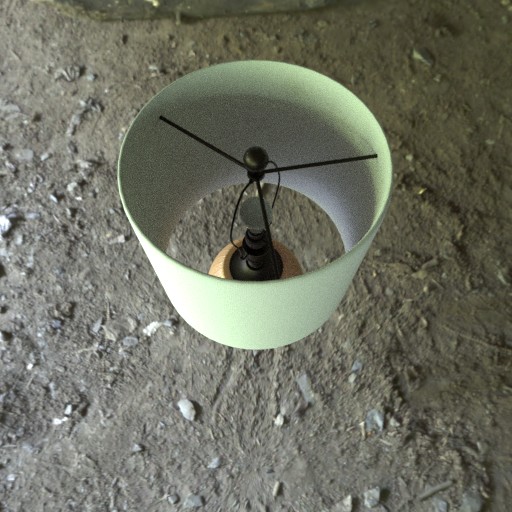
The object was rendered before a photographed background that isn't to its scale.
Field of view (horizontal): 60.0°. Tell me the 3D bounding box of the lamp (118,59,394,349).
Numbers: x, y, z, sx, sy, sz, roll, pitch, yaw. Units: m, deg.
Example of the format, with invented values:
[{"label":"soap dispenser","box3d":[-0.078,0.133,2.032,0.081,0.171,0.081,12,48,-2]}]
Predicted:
[{"label":"lamp","box3d":[0.000,0.000,0.773,0.329,0.570,0.329,0,65,0]}]
